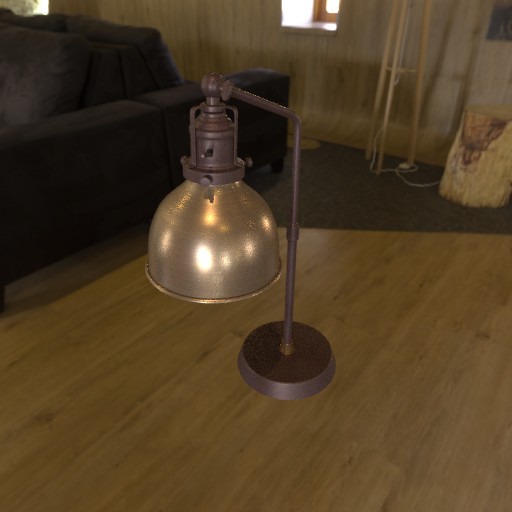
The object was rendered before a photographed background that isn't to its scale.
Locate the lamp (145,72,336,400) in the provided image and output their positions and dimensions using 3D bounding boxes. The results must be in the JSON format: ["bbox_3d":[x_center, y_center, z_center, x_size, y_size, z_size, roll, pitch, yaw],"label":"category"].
[{"bbox_3d":[0.000,0.000,0.592,0.298,0.469,0.175,-20,37,-29],"label":"lamp"}]
